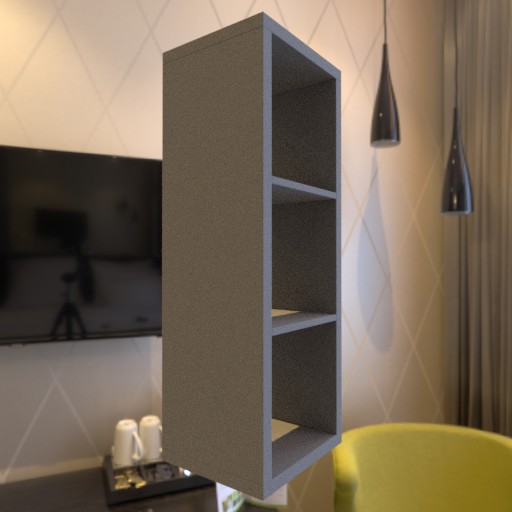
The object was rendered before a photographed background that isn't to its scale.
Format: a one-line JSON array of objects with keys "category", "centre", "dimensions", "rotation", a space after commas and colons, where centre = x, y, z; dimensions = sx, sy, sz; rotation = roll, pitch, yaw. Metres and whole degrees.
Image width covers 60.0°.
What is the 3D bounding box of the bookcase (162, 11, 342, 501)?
[{"category": "bookcase", "centre": [0.000, 0.000, 1.232], "dimensions": [0.330, 1.080, 0.390], "rotation": [0, -1, 37]}]
